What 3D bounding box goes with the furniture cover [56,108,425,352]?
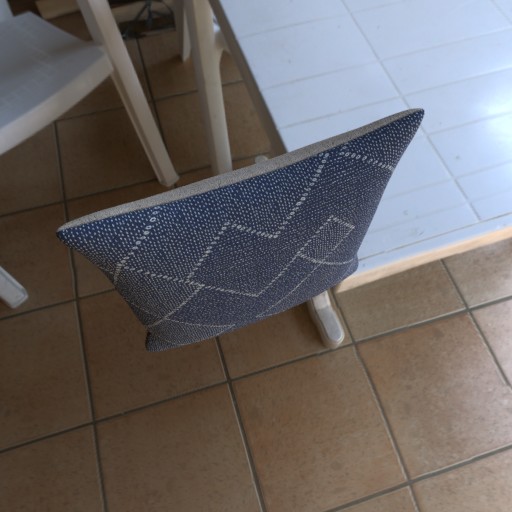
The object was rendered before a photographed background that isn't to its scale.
[{"bbox_3d":[0.000,0.000,0.780,0.511,0.503,0.162,-21,65,-10],"label":"furniture cover"}]
